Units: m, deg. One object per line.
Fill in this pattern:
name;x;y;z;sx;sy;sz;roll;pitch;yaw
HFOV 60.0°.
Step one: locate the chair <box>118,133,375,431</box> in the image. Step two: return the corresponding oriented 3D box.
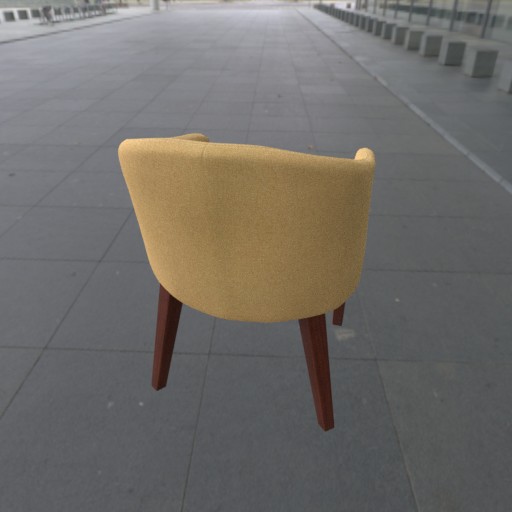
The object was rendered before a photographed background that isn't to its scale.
chair;0.000;0.000;1.239;0.583;0.811;0.655;9;32;14
